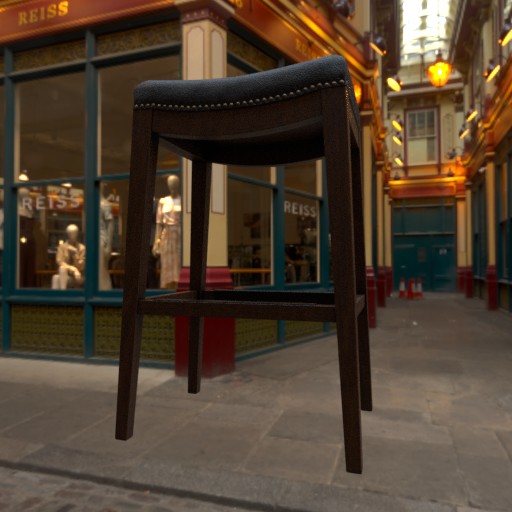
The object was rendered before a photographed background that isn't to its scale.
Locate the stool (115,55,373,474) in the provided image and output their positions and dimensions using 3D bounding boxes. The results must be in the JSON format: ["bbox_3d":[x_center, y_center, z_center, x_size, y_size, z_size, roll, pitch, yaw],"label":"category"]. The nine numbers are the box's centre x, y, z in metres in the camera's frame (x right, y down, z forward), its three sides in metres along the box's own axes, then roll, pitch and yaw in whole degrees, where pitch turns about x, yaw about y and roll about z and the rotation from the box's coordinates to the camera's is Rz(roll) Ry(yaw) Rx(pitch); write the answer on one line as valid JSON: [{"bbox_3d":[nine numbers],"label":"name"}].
[{"bbox_3d":[0.000,0.000,1.019,0.500,0.765,0.361,0,-1,18],"label":"stool"}]
